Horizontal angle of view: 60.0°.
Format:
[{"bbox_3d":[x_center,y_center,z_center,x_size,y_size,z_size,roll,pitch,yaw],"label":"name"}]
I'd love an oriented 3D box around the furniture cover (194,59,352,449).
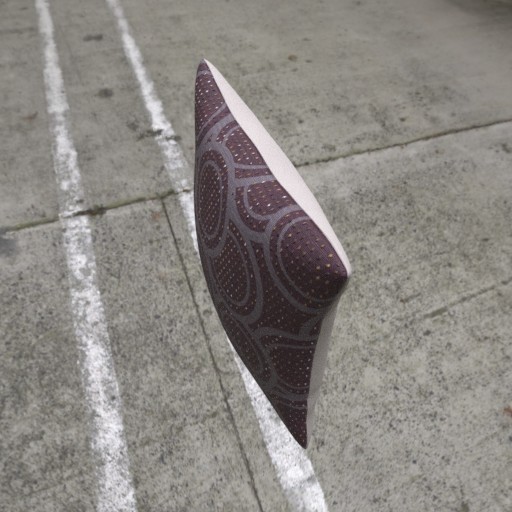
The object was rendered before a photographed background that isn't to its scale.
[{"bbox_3d":[0.000,0.000,0.816,0.193,0.509,0.552,-15,49,-14],"label":"furniture cover"}]
